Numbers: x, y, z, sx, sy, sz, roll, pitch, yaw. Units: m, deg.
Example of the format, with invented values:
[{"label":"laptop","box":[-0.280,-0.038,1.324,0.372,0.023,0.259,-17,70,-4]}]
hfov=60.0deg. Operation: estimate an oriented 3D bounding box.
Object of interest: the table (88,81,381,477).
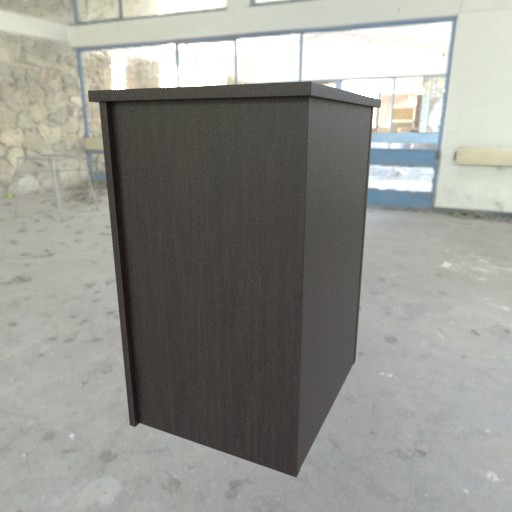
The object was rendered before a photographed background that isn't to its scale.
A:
[{"label":"table","box":[0.000,0.000,0.933,0.381,0.635,0.480,8,18,24]}]
